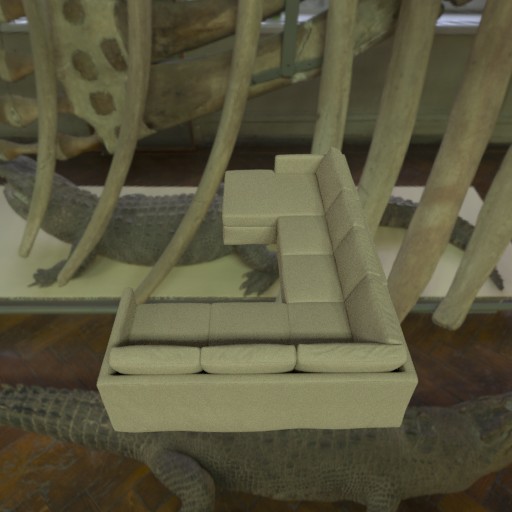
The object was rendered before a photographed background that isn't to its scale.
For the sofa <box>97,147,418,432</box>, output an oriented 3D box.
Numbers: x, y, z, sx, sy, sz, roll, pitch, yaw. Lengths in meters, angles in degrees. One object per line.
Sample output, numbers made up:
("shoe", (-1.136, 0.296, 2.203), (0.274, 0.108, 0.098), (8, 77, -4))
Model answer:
("sofa", (0.000, 0.000, 4.759), (2.476, 0.878, 3.528), (-1, 42, -1))
